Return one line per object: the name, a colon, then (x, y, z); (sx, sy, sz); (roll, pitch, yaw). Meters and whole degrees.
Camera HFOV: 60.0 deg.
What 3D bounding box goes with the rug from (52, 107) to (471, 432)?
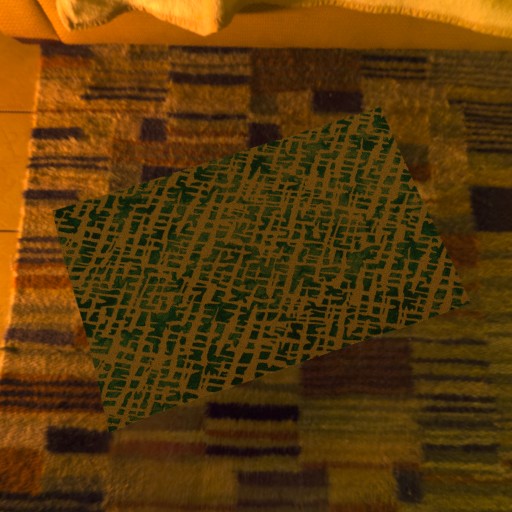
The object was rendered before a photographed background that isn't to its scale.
rug: (0.000, 0.000, 2.972); (2.447, 0.011, 1.520); (-19, 77, -4)
